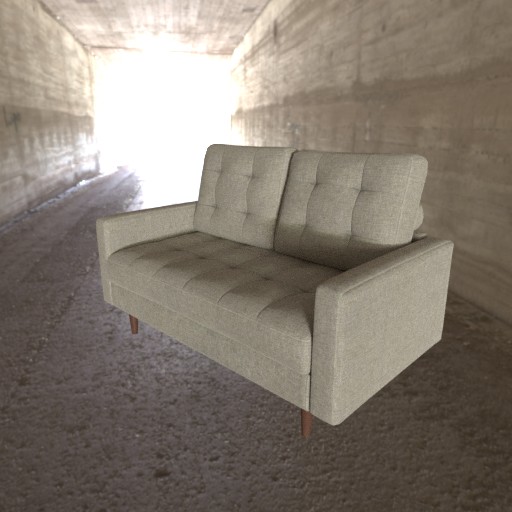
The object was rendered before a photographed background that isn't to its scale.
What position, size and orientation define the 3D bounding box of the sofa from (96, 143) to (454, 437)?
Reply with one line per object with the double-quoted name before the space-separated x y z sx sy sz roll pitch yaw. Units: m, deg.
"sofa" 0.000 0.000 1.953 1.407 0.907 0.842 16 23 42
